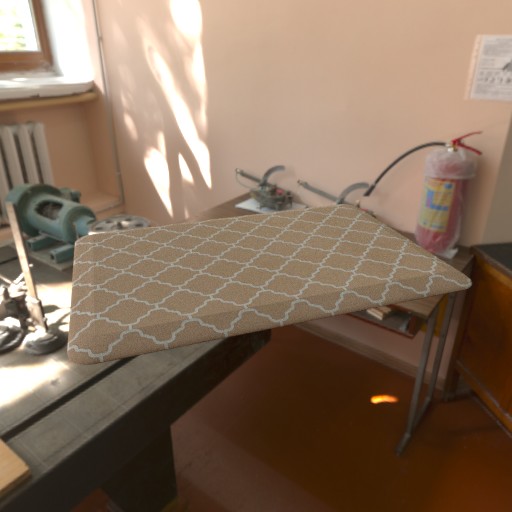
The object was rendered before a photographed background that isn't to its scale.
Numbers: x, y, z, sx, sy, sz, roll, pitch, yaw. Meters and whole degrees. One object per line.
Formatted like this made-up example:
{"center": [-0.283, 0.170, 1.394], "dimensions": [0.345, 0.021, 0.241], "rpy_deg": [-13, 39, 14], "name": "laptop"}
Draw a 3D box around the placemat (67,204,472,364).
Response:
{"center": [0.000, 0.000, 0.975], "dimensions": [0.762, 0.021, 0.508], "rpy_deg": [-8, 27, -17], "name": "placemat"}
